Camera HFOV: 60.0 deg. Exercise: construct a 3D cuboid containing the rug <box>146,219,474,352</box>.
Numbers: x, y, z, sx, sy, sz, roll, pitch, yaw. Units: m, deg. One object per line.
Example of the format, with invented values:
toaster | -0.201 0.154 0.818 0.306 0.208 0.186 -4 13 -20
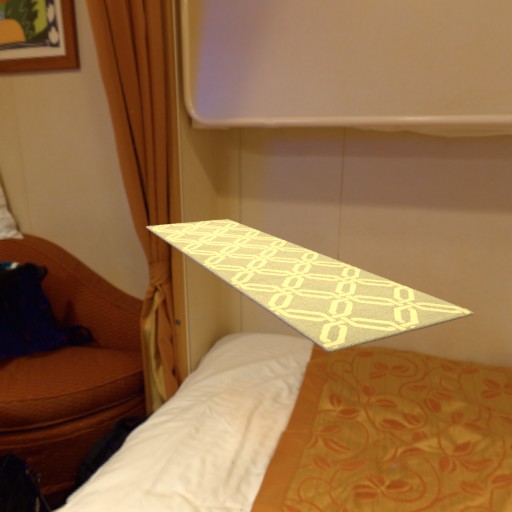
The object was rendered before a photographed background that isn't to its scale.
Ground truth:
rug | 0.000 0.000 2.499 0.678 0.014 2.276 -8 17 -27
